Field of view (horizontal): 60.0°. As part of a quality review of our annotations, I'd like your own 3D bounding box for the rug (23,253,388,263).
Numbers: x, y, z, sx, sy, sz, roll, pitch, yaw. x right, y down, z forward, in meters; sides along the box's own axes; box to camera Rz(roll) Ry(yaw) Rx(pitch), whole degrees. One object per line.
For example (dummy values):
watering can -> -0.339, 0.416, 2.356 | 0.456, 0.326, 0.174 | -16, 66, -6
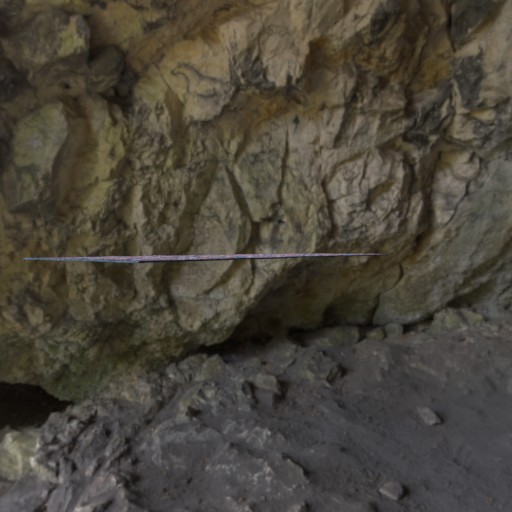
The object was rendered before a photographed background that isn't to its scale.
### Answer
rug -> 0.000, 0.000, 2.731 | 0.801, 0.010, 2.459 | 1, 1, 36
